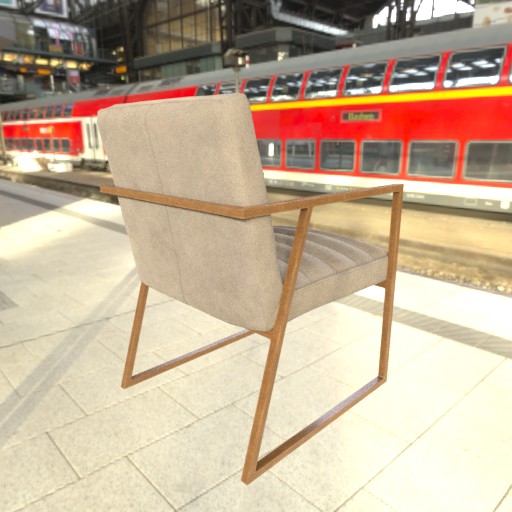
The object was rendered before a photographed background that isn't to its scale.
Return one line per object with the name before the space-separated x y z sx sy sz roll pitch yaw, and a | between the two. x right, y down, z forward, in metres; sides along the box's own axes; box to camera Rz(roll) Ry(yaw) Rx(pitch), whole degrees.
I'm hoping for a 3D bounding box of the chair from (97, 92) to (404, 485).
chair | 0.000 0.000 1.300 0.682 0.843 0.578 -15 21 -43
